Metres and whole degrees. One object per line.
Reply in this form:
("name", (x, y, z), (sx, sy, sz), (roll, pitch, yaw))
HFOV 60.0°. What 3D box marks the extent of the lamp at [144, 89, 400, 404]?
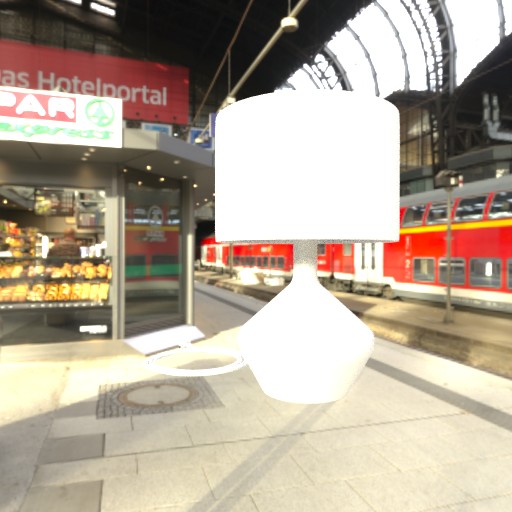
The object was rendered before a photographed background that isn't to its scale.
("lamp", (0.000, 0.000, 0.855), (0.401, 0.457, 0.546), (0, 0, -19))
